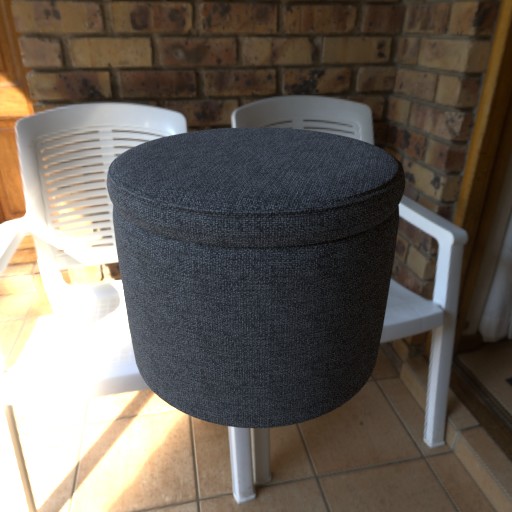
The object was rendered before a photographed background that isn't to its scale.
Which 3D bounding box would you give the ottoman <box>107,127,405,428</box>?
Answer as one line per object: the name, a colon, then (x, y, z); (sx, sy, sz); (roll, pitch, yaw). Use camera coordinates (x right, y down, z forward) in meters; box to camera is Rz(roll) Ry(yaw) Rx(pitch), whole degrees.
ottoman: (0.000, 0.000, 0.882); (0.520, 0.430, 0.520); (0, 27, 0)
